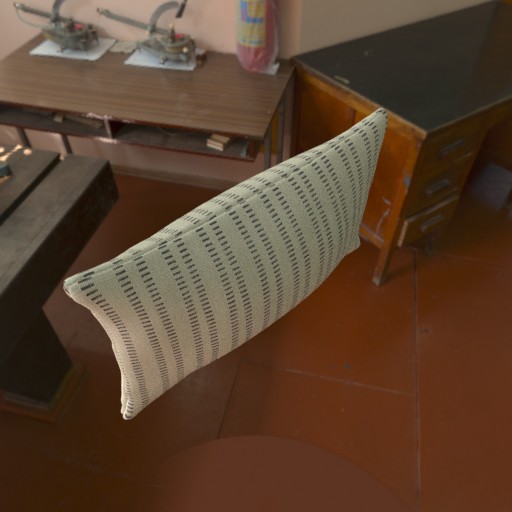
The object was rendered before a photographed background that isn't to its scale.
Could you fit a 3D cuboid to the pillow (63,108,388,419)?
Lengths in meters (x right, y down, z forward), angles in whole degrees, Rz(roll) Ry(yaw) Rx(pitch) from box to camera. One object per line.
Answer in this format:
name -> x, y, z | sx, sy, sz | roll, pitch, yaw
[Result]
pillow -> 0.000, 0.000, 0.796 | 0.640, 0.353, 0.210 | -33, 55, -28
